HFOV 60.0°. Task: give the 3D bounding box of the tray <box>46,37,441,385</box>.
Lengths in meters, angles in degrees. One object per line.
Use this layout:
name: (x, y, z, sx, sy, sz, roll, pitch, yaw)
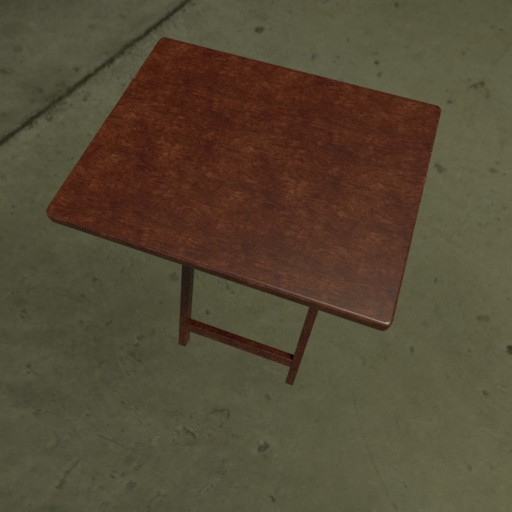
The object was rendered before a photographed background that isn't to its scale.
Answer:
tray: (0.000, 0.000, 0.942, 0.483, 0.660, 0.381, 18, 65, 9)
